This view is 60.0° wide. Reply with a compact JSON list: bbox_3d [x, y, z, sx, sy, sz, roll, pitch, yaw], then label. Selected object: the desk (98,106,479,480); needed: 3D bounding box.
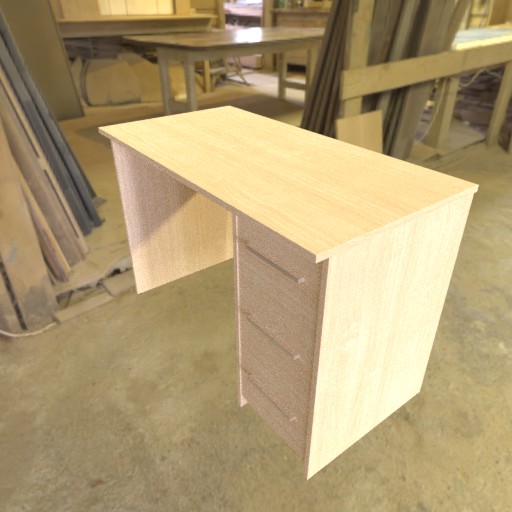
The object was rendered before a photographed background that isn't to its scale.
[{"bbox_3d":[0.000,0.000,1.522,0.560,0.735,1.097,-22,37,-31],"label":"desk"}]
